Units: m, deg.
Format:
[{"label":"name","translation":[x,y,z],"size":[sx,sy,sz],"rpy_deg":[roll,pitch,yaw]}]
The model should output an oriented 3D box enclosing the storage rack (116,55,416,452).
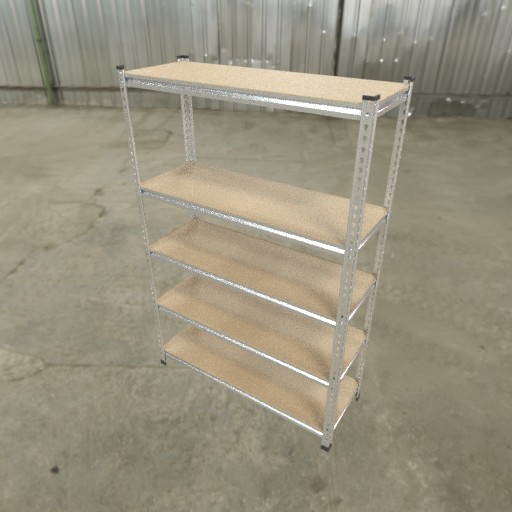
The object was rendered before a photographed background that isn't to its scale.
[{"label":"storage rack","translation":[0.000,0.000,2.348],"size":[1.219,1.829,0.457],"rpy_deg":[19,36,28]}]
